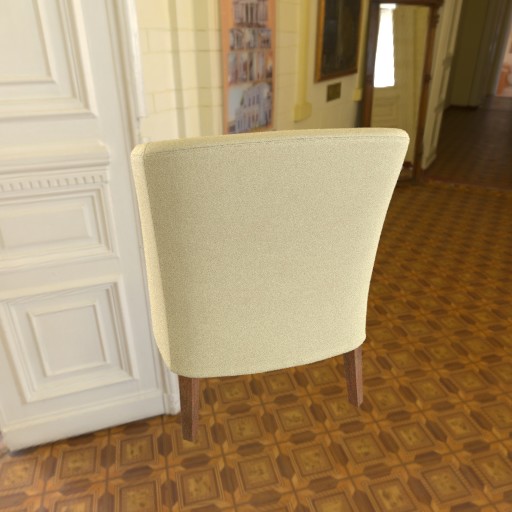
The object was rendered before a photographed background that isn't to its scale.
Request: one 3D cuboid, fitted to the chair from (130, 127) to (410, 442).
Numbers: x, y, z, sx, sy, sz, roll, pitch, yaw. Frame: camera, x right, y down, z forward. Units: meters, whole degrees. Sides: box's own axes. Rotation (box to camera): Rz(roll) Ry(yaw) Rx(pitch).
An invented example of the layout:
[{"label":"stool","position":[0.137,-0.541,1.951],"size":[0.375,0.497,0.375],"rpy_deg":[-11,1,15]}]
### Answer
[{"label":"chair","position":[0.000,0.000,1.293],"size":[0.643,0.822,0.657],"rpy_deg":[-7,27,-13]}]
